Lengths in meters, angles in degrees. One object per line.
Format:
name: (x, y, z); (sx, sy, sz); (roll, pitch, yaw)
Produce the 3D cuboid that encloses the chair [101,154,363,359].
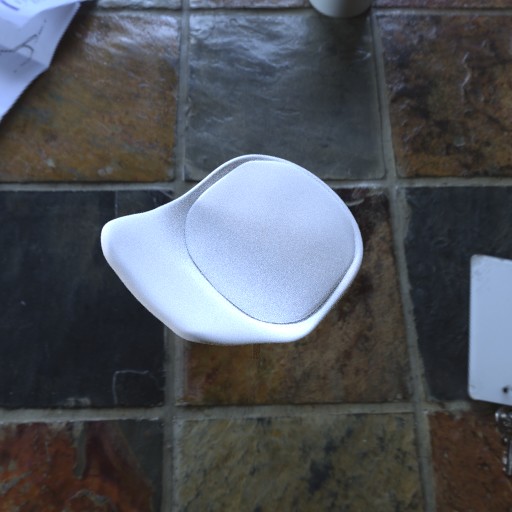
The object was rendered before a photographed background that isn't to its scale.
chair: (0.000, 0.000, 1.185); (0.485, 0.849, 0.550); (44, 79, 11)
